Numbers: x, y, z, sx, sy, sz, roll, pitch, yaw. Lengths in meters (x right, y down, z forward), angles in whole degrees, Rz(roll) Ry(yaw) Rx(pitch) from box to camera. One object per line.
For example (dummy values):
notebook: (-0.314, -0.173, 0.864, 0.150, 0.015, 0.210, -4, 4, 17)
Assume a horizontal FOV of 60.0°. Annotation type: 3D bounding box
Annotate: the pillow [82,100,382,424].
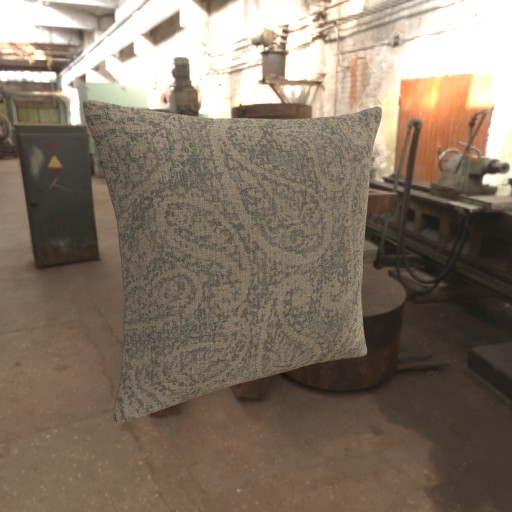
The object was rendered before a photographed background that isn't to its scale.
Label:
pillow: (0.000, 0.000, 0.776, 0.526, 0.507, 0.166, -8, 18, -25)
